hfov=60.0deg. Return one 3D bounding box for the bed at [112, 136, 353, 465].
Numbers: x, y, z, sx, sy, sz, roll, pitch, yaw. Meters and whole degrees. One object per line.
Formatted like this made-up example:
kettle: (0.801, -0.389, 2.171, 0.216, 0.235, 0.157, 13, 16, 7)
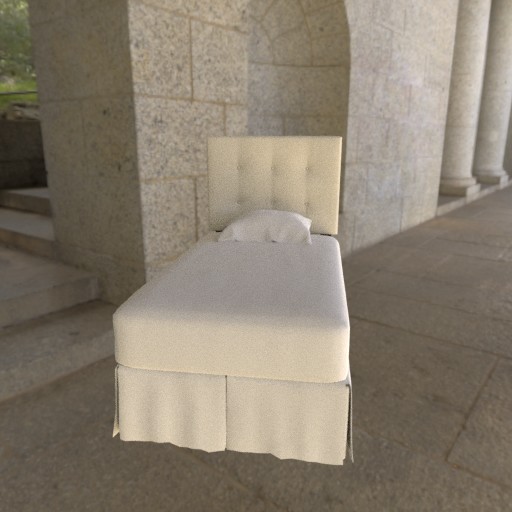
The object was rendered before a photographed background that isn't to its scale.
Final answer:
bed: (0.000, 0.000, 2.987, 1.261, 1.571, 1.997, 2, 15, 8)
